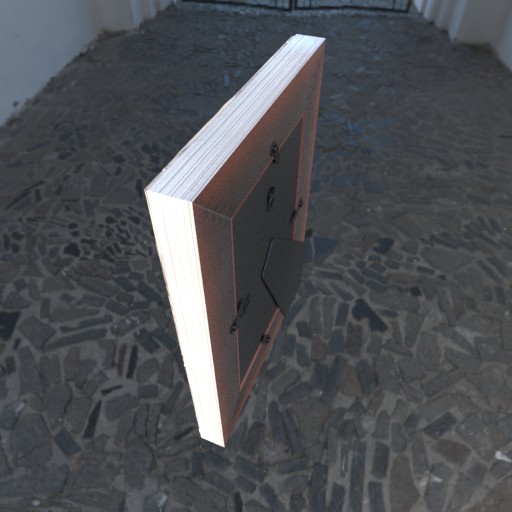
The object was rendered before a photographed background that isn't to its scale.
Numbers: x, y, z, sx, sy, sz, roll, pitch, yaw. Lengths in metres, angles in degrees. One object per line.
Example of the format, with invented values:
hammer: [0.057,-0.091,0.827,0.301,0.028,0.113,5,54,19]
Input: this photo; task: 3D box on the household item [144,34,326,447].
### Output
household item: [0.000,0.000,0.285,0.025,0.216,0.165,16,48,15]
